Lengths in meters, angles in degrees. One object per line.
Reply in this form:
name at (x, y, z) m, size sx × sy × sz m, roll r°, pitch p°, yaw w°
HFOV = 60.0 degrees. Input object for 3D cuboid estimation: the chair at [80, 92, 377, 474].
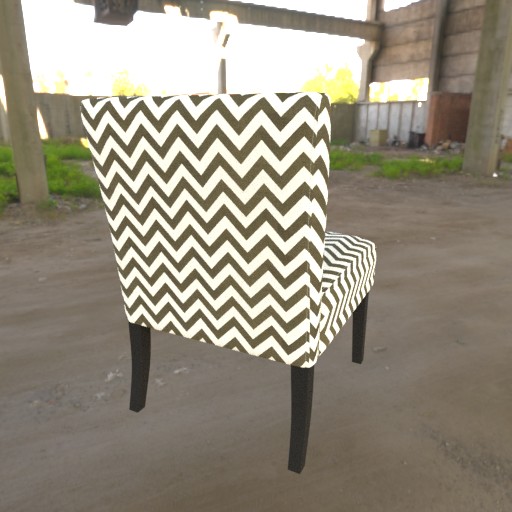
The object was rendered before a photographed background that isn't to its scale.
chair at (0.000, 0.000, 1.263) m, size 0.589 × 0.838 × 0.648 m, roll 9°, pitch 19°, yaw 26°
